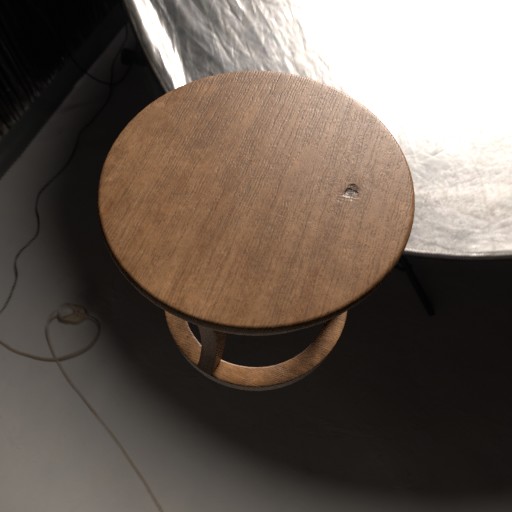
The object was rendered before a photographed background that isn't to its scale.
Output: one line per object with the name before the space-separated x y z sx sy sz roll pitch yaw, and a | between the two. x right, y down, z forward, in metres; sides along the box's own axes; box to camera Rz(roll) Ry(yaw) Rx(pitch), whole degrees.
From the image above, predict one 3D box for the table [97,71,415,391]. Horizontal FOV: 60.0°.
table | 0.000 0.000 0.808 0.432 0.460 0.432 0 63 0
